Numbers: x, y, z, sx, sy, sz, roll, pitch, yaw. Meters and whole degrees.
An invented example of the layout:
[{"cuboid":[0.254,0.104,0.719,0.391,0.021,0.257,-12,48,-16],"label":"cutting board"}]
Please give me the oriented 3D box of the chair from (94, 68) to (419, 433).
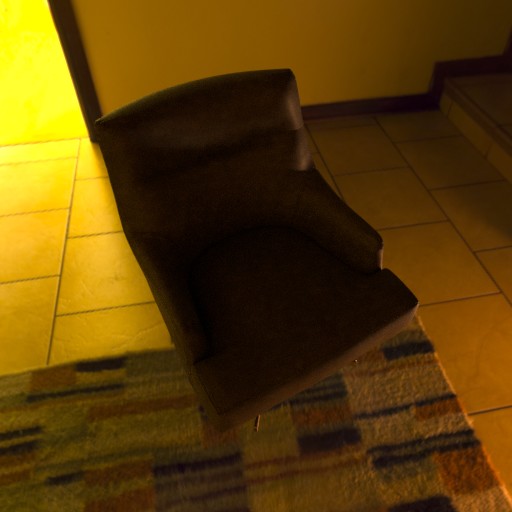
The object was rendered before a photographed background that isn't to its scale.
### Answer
[{"cuboid":[0.000,0.000,1.486,0.738,0.870,0.874,-24,51,-21],"label":"chair"}]
